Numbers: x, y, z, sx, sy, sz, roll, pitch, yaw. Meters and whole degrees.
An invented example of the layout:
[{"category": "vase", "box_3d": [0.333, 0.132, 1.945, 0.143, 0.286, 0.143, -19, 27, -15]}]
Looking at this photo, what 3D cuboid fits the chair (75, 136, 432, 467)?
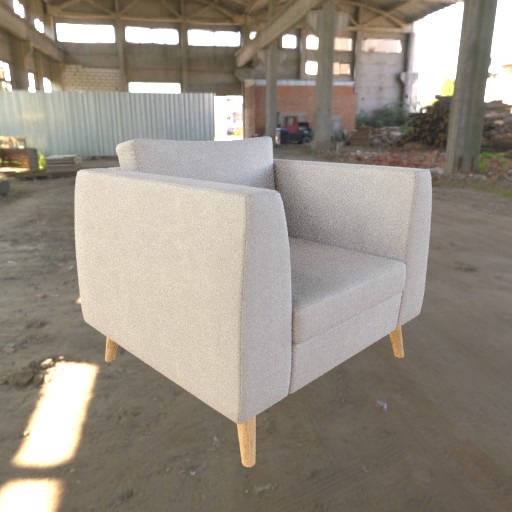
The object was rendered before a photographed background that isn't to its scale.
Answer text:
[{"category": "chair", "box_3d": [0.000, 0.000, 1.677, 1.000, 0.860, 0.930, -15, 22, -43]}]
